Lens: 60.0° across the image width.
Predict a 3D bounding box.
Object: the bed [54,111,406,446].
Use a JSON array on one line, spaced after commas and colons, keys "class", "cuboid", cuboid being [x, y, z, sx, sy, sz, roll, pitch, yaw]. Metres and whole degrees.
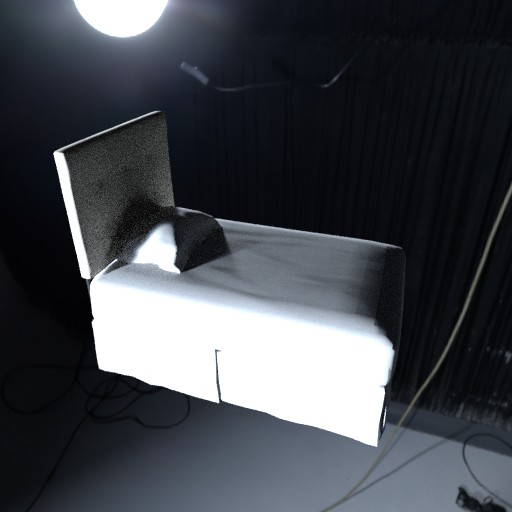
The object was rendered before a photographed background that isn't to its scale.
[{"class": "bed", "cuboid": [0.000, 0.000, 2.994, 1.997, 1.571, 1.261, 9, 31, 16]}]
